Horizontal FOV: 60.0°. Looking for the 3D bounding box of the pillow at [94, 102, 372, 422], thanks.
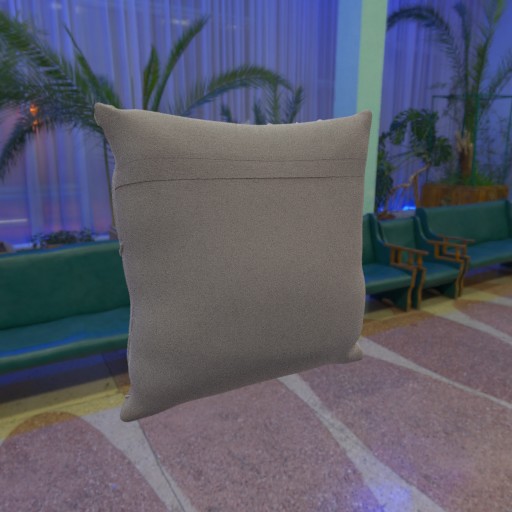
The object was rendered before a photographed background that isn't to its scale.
[{"bbox_3d":[0.000,0.000,0.677,0.439,0.440,0.185,-7,16,-27],"label":"pillow"}]
